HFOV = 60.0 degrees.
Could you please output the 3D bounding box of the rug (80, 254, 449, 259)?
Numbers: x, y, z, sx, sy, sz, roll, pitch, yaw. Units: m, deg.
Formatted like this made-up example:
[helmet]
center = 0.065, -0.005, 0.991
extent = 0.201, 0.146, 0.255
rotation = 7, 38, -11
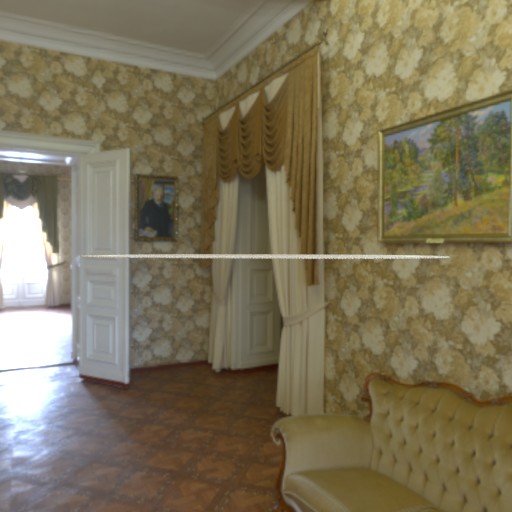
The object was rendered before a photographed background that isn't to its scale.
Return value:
[rug]
center = 0.000, 0.000, 3.035
extent = 2.432, 0.006, 1.520
rotation = 0, 1, 16
